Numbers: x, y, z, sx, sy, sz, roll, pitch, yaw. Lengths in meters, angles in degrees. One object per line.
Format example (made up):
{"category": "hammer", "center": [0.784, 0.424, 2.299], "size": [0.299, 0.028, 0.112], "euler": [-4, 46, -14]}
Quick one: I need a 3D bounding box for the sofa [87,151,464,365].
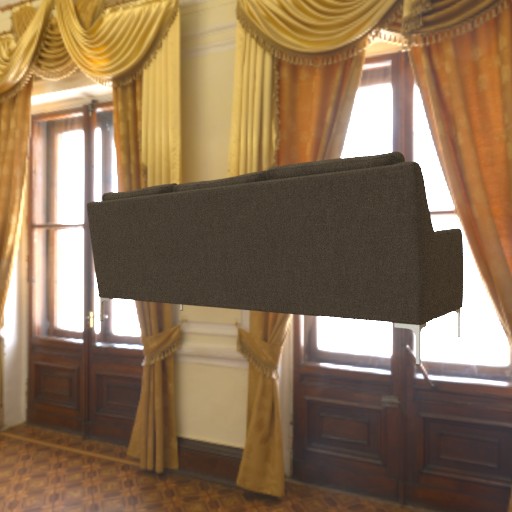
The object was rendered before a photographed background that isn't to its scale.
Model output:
{"category": "sofa", "center": [0.000, 0.000, 2.533], "size": [2.060, 0.837, 0.849], "euler": [0, 0, 36]}
